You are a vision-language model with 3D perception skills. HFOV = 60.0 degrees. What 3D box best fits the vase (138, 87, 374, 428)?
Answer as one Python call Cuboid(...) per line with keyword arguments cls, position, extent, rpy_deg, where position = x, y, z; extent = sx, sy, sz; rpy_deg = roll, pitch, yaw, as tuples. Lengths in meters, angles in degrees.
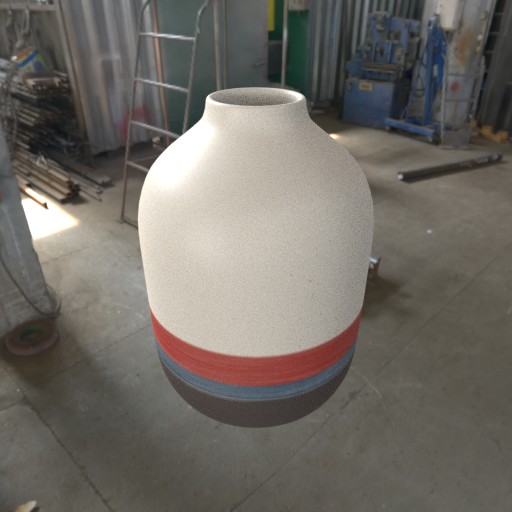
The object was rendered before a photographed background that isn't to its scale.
Cuboid(cls="vase", position=(0.000, 0.000, 0.343), extent=(0.169, 0.237, 0.169), rpy_deg=(0, 30, 0))
